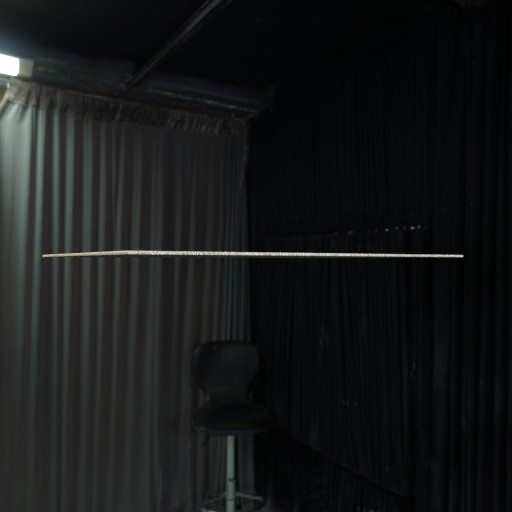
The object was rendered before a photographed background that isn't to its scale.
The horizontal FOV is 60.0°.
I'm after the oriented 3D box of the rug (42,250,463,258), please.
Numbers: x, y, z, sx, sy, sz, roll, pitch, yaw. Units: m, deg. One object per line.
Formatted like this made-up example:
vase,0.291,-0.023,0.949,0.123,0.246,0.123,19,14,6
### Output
rug,0.000,0.000,2.317,1.824,0.010,1.240,0,-1,-36
